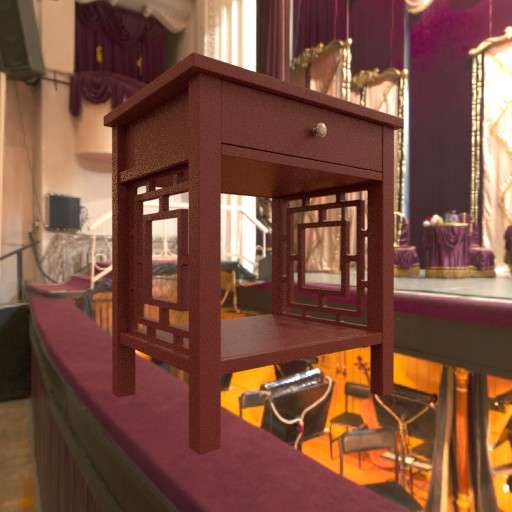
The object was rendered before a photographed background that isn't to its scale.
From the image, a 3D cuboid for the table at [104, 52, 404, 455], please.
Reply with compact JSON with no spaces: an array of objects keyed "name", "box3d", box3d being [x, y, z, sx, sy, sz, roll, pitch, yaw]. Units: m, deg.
[{"name":"table","box3d":[0.000,0.000,1.095,0.599,0.686,0.451,0,0,-38]}]
